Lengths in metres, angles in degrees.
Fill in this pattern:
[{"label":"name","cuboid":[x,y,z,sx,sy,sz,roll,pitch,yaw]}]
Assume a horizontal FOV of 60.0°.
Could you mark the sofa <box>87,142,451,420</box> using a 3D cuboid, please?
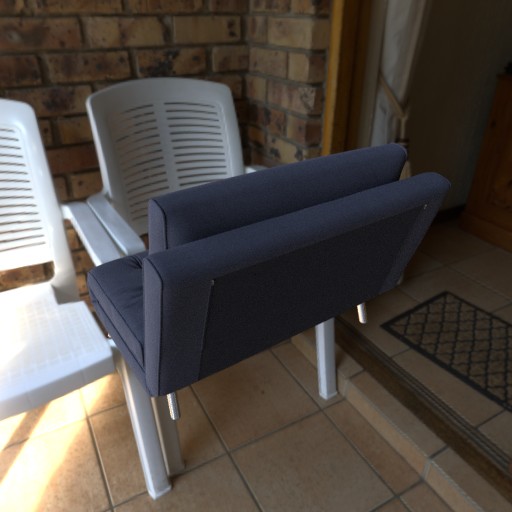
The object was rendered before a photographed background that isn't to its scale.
[{"label":"sofa","cuboid":[0.000,0.000,1.874,1.220,0.910,0.910,-19,35,-30]}]
